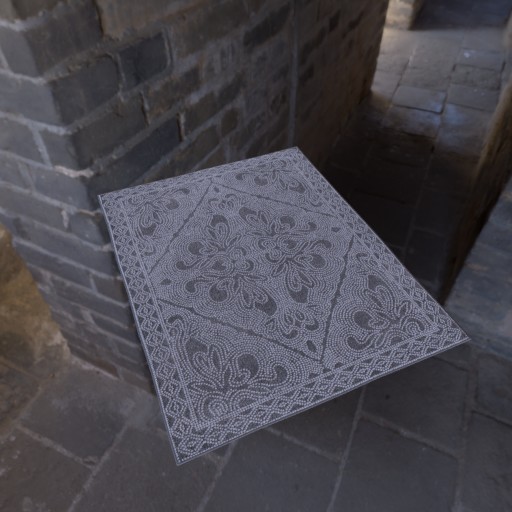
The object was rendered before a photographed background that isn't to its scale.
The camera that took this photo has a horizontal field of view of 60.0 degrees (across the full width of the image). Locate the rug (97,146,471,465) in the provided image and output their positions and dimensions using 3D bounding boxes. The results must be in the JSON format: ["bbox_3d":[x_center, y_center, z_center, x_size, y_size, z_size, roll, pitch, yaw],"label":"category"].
[{"bbox_3d":[0.000,0.000,4.143,2.438,0.012,3.048,-17,48,-16],"label":"rug"}]
